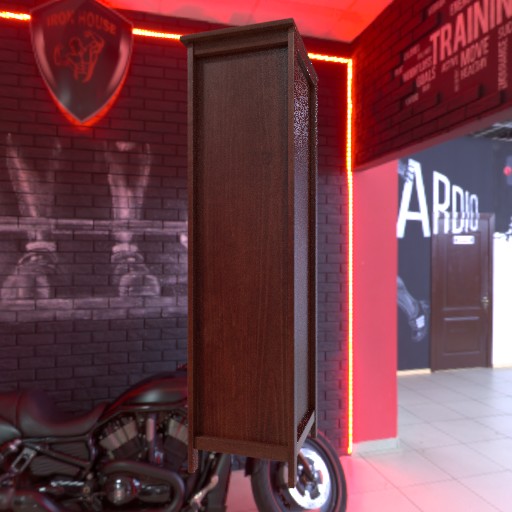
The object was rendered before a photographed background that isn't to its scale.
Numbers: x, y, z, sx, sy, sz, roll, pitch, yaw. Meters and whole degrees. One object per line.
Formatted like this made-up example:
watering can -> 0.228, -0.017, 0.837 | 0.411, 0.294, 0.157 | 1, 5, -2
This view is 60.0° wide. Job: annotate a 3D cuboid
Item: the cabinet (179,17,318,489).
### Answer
cabinet -> 0.000, 0.000, 1.708 | 0.401, 1.518, 0.500 | 0, 0, 17
